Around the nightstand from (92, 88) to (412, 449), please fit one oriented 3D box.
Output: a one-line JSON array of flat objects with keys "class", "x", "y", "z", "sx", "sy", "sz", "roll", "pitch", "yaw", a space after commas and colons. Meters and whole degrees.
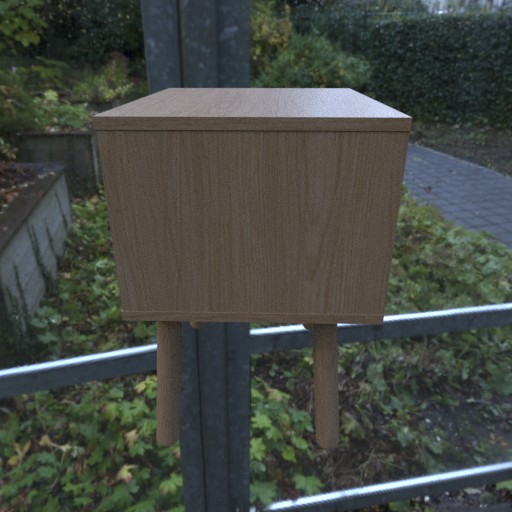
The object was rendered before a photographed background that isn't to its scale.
[{"class": "nightstand", "x": 0.000, "y": 0.000, "z": 0.849, "sx": 0.380, "sy": 0.571, "sz": 0.450, "roll": 1, "pitch": 25, "yaw": 1}]
